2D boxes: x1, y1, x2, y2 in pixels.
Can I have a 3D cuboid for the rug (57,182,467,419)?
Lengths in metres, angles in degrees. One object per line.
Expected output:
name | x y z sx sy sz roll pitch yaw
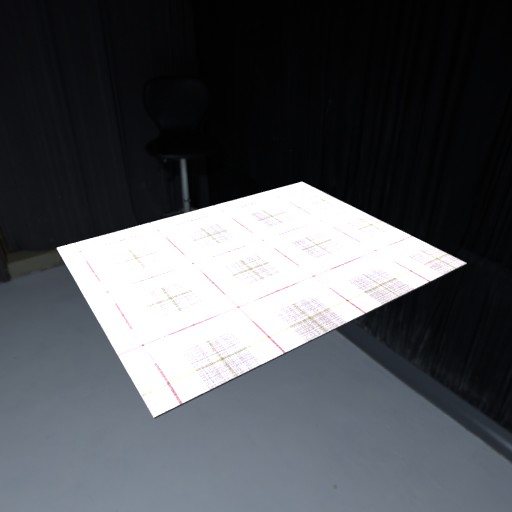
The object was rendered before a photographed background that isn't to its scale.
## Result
rug | 0.000 0.000 4.059 2.959 0.016 2.317 -19 36 -28
